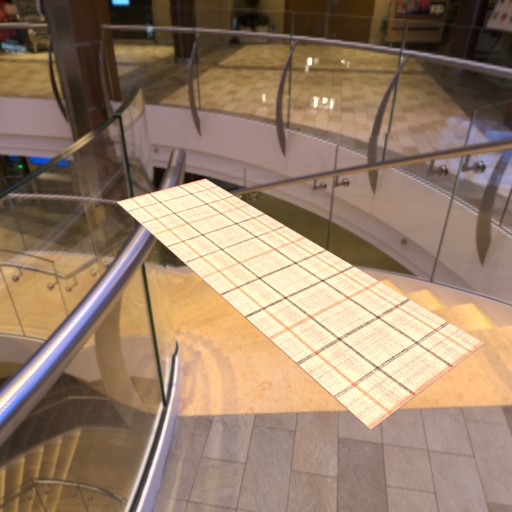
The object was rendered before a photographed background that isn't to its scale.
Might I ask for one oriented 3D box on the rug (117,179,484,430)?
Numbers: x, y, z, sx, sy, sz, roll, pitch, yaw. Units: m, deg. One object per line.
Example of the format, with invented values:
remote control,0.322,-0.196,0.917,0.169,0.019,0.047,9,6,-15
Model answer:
rug,0.000,0.000,2.645,0.762,0.008,2.439,-21,38,-30
